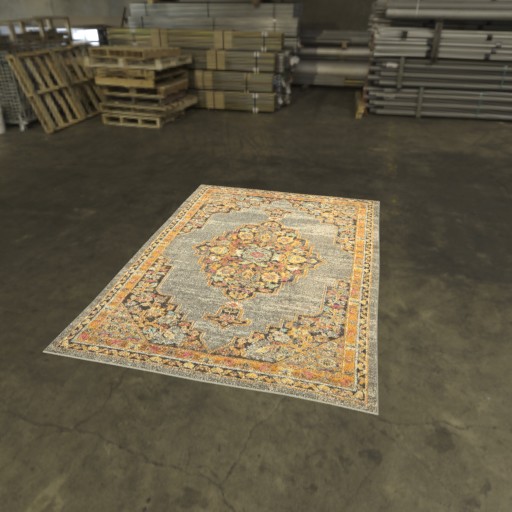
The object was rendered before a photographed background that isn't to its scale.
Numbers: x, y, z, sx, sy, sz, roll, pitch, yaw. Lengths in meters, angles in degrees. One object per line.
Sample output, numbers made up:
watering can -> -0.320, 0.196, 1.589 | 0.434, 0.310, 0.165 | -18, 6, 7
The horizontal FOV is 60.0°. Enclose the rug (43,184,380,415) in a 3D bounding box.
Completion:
rug -> 0.000, 0.000, 3.978 | 2.158, 0.024, 3.063 | 7, 31, 12
